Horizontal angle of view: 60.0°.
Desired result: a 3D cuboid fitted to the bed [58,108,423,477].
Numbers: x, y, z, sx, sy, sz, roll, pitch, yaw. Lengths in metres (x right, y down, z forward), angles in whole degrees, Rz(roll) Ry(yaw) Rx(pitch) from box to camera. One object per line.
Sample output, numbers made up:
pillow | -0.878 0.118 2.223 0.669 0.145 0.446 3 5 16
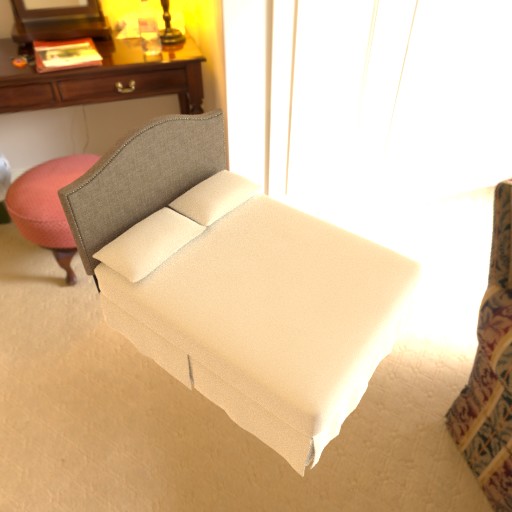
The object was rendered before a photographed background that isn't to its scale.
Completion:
bed | 0.000 0.000 3.313 2.153 1.518 1.713 27 49 27
